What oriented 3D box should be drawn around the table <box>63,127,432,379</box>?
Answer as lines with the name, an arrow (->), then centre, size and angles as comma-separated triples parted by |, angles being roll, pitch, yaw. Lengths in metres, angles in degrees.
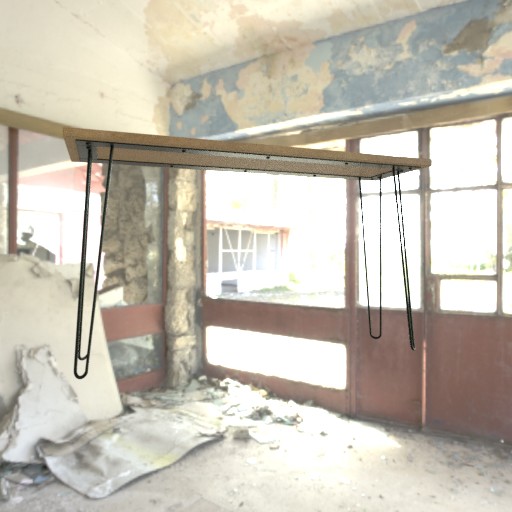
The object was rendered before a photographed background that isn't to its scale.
table -> 0.000, 0.000, 1.785 | 1.400, 0.799, 0.399 | 0, 0, -19
